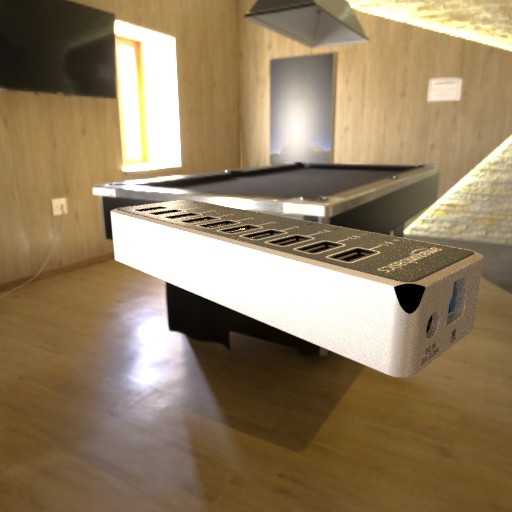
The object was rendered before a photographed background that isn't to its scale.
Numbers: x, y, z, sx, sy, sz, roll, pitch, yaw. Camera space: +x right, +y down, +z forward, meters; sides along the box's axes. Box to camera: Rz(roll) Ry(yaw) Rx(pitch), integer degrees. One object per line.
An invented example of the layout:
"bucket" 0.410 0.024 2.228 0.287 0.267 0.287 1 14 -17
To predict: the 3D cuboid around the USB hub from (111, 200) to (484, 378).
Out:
"USB hub" 0.000 0.000 0.164 0.044 0.023 0.145 -15 21 -42
